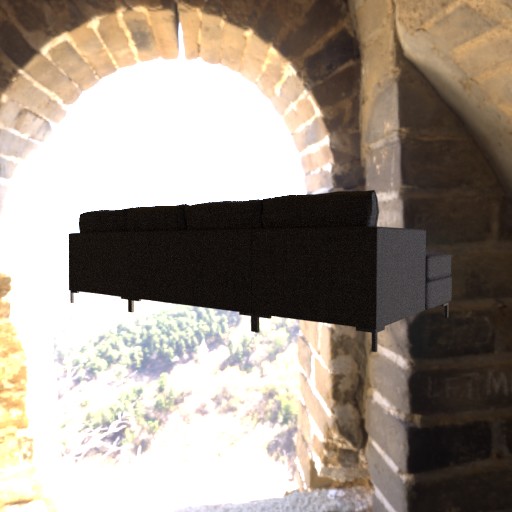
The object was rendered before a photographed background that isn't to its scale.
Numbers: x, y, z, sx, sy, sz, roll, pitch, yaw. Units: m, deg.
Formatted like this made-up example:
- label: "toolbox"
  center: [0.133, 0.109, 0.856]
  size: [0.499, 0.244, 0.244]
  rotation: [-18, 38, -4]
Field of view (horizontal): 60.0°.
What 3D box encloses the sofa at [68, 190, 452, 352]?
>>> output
- label: "sofa"
  center: [0.000, 0.000, 4.376]
  size: [3.423, 0.999, 2.048]
  rotation: [1, 2, 38]
